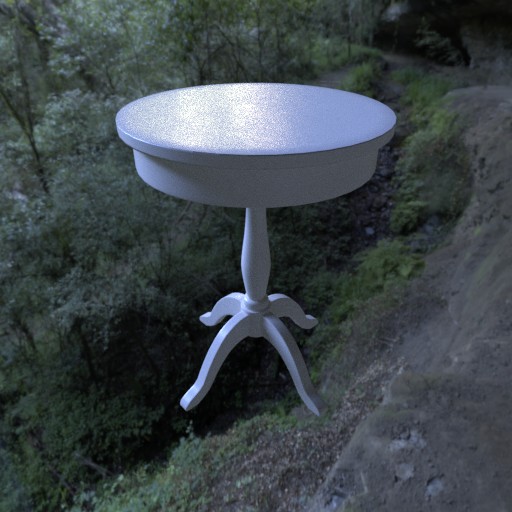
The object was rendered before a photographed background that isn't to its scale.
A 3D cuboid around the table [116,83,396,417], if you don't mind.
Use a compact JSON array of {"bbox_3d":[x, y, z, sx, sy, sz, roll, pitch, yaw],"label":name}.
[{"bbox_3d":[0.000,0.000,1.009,0.513,0.653,0.513,0,32,0],"label":"table"}]
